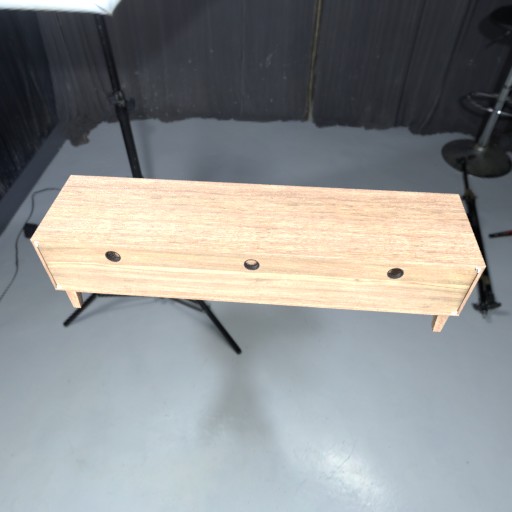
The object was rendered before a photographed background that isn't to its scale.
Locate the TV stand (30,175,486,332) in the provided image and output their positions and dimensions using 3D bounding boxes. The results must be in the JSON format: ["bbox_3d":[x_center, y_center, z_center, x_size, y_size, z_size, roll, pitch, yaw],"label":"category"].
[{"bbox_3d":[0.000,0.000,1.710,1.482,0.409,0.366,3,46,3],"label":"TV stand"}]
